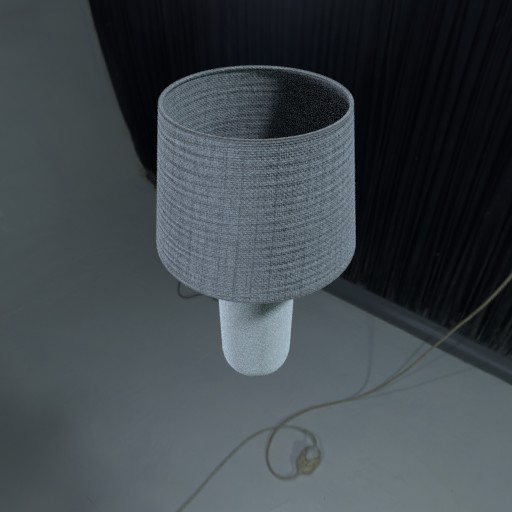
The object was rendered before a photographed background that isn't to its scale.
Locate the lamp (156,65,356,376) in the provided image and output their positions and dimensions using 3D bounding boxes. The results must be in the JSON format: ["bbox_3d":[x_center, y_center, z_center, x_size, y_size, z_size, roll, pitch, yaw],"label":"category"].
[{"bbox_3d":[0.000,0.000,0.593,0.251,0.429,0.251,0,41,0],"label":"lamp"}]
